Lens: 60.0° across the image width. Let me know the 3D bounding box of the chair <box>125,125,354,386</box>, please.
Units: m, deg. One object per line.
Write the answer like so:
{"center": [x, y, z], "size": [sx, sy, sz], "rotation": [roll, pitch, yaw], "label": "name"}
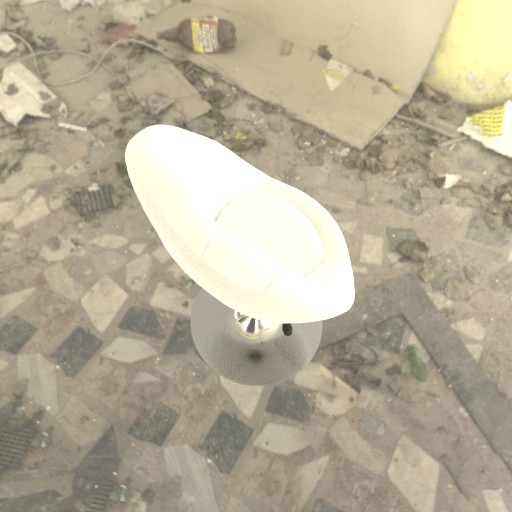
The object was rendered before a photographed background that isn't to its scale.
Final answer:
{"center": [0.000, 0.000, 1.838], "size": [0.736, 1.261, 0.940], "rotation": [-29, 62, -17], "label": "chair"}
